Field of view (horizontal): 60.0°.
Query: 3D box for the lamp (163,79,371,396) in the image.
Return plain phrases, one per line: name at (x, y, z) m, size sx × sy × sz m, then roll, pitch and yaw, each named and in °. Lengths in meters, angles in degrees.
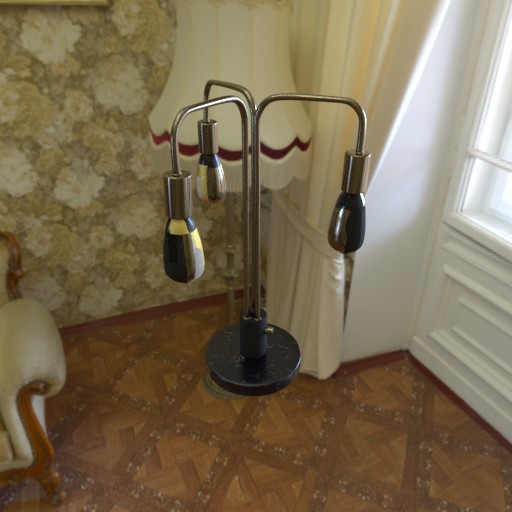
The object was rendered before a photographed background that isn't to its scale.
lamp at (0.000, 0.000, 0.804) m, size 0.368 × 0.560 × 0.355 m, roll 10°, pitch 31°, yaw 17°
